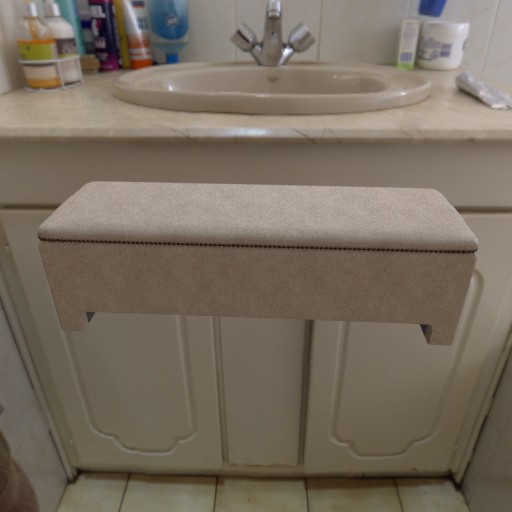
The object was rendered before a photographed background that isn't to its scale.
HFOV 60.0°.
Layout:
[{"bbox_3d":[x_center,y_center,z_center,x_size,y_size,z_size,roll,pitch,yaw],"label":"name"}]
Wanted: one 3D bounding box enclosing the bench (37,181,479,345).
[{"bbox_3d":[0.000,0.000,1.741,1.482,0.447,0.470,2,30,3],"label":"bench"}]
